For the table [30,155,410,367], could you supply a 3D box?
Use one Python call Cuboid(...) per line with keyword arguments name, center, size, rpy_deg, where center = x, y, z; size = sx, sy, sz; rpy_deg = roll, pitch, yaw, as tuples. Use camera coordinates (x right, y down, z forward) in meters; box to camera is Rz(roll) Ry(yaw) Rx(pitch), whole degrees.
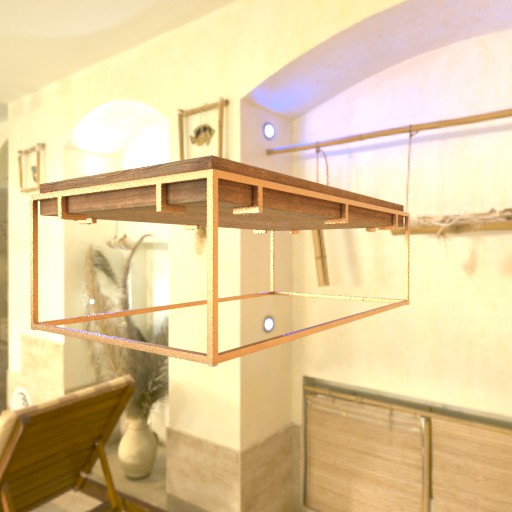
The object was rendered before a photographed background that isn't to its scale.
Cuboid(name="table", center=(0.000, 0.000, 1.747), size=(0.775, 0.468, 1.387), rpy_deg=(0, 1, 36))
